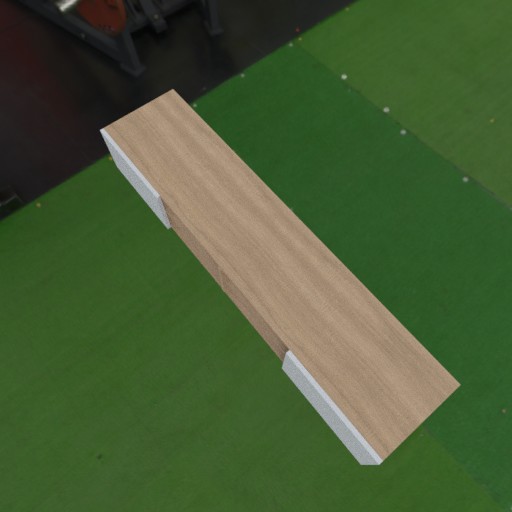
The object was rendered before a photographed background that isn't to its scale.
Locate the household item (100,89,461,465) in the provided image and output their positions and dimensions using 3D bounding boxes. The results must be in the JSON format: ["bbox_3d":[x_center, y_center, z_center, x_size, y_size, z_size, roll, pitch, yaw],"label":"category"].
[{"bbox_3d":[0.000,0.000,2.000,0.420,0.310,1.850,-36,70,-15],"label":"household item"}]
